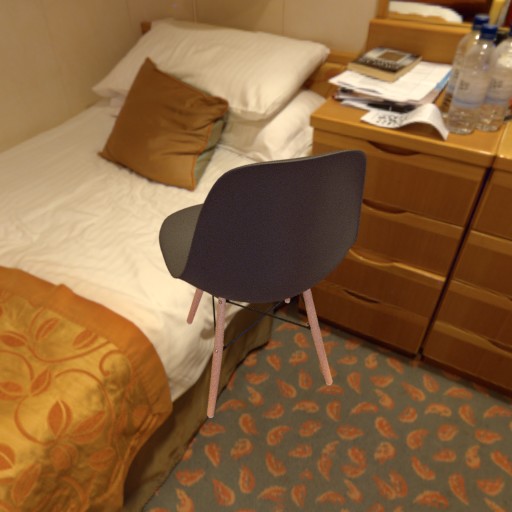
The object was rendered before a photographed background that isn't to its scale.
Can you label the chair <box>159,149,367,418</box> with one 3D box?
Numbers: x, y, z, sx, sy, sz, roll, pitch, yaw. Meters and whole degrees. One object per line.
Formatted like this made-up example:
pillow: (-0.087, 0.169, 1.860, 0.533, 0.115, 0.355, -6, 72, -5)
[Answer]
chair: (0.000, 0.000, 1.152, 0.470, 0.825, 0.533, -11, 41, -13)
